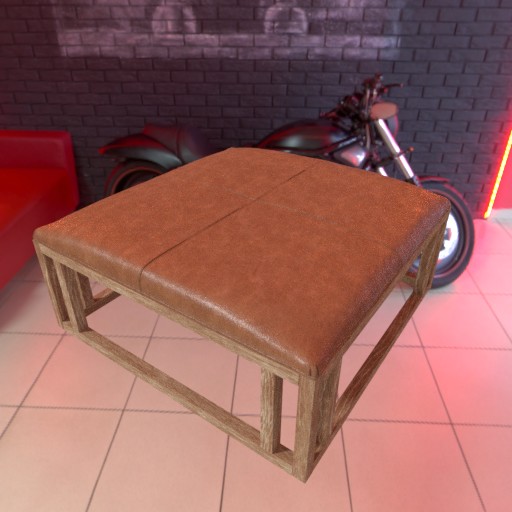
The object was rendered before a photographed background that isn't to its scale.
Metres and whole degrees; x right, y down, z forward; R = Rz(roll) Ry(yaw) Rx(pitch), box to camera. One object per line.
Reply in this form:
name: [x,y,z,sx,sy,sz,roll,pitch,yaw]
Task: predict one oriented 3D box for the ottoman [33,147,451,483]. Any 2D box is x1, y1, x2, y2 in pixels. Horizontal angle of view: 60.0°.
ottoman: [0.000,0.000,1.562,1.013,0.442,1.016,20,37,29]
